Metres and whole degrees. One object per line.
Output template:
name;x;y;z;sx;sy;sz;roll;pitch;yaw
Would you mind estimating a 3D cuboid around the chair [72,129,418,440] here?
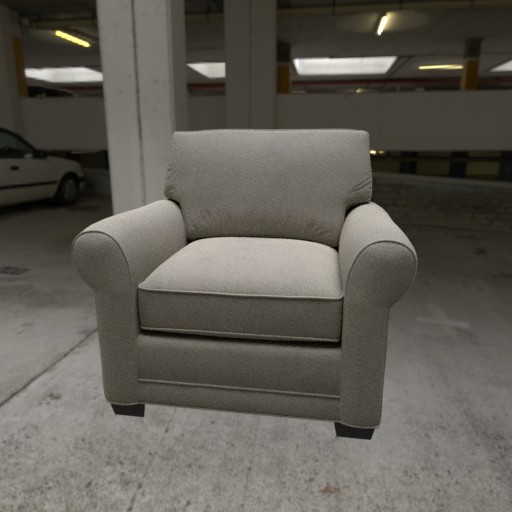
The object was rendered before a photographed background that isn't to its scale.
chair;0.000;0.000;1.861;1.147;1.044;0.939;2;15;9
